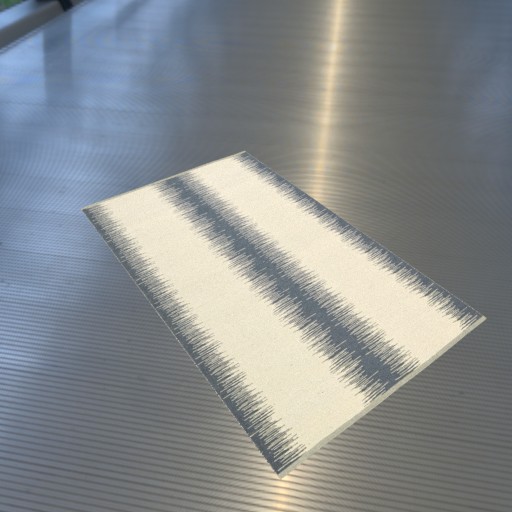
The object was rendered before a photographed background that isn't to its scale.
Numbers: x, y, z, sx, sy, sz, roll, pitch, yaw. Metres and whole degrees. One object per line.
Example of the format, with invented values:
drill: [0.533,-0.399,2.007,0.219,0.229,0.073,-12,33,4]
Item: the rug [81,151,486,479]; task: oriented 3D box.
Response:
rug: [0.000,0.000,2.961,1.519,0.003,2.453,-26,48,-26]
